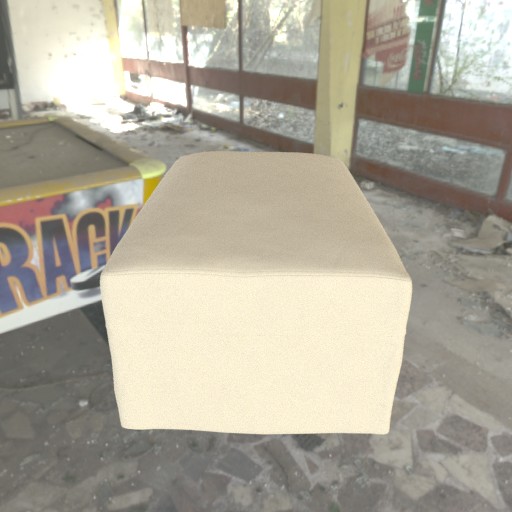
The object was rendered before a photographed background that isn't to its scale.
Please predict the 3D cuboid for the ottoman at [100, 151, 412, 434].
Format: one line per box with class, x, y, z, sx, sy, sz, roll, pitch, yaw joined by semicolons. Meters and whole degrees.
ottoman;0.000;0.000;1.225;0.590;0.444;0.872;1;27;1
